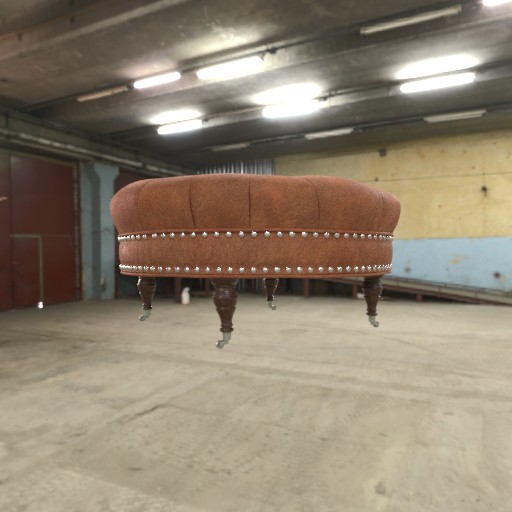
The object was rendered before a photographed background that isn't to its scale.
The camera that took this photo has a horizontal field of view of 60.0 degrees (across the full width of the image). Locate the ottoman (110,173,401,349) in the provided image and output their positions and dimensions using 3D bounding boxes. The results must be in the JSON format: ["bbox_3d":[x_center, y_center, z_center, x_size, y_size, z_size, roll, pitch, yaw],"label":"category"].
[{"bbox_3d":[0.000,0.000,1.442,0.901,0.444,0.901,0,0,0],"label":"ottoman"}]
